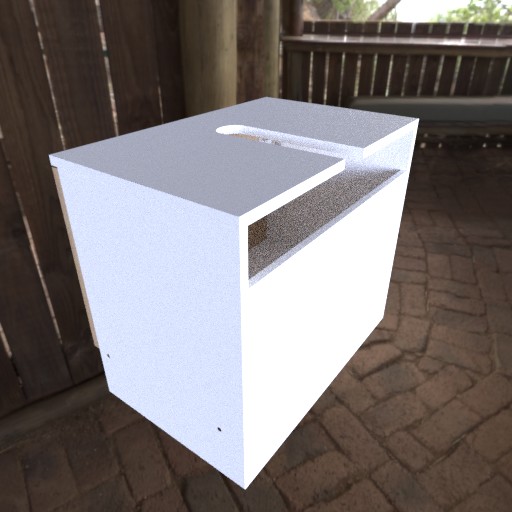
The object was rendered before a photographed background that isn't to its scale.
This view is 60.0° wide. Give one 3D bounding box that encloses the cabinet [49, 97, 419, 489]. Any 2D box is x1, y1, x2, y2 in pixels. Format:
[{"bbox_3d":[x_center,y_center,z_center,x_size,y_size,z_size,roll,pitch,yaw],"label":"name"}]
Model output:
[{"bbox_3d":[0.000,0.000,0.950,0.400,0.522,0.600,21,36,31],"label":"cabinet"}]
